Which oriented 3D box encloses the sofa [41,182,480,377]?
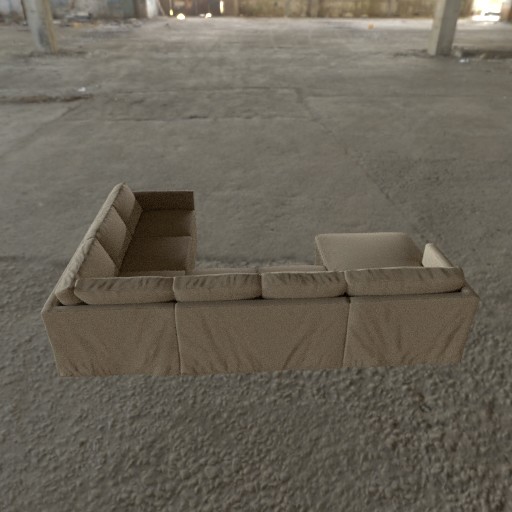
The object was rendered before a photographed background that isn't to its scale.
[{"bbox_3d":[0.000,0.000,4.628,3.528,0.878,2.476,-2,31,-3],"label":"sofa"}]
